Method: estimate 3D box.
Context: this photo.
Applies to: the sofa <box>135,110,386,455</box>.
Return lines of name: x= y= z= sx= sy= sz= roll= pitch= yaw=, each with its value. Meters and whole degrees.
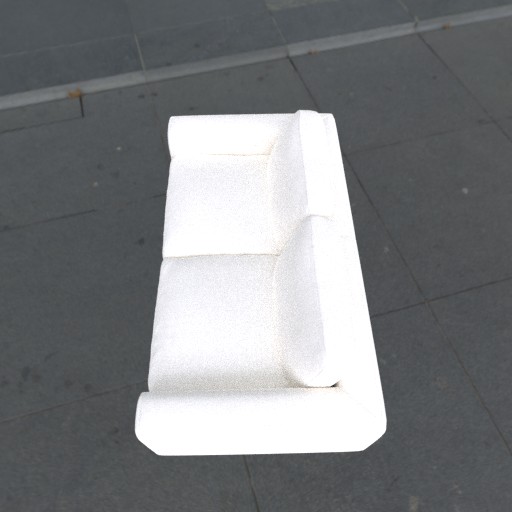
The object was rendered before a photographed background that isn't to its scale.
sofa: x=0.000 y=0.000 z=2.431 sx=1.069 sy=0.801 sz=1.920 roll=-1 pitch=58 yaw=-1
